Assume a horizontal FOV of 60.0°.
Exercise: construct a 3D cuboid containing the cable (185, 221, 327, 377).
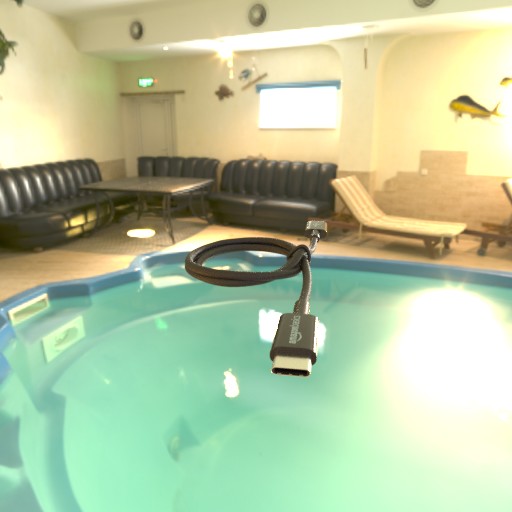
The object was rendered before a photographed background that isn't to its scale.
[{"bbox_3d":[0.000,0.000,0.225,0.070,0.014,0.203,3,17,9],"label":"cable"}]
